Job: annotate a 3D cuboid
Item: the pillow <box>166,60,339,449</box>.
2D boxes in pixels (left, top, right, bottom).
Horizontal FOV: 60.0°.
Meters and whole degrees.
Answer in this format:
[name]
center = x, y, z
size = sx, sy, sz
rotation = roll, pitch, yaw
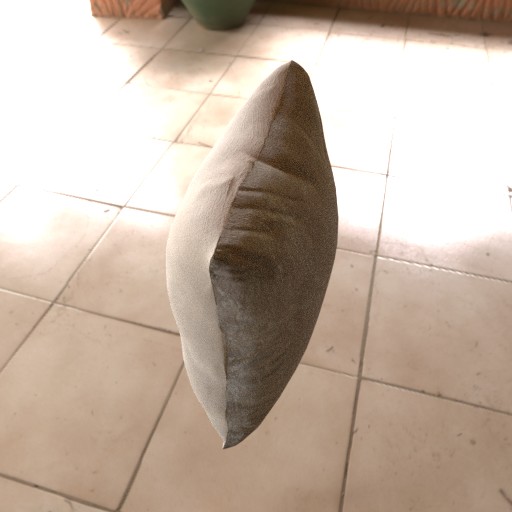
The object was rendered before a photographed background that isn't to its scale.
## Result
[pillow]
center = 0.000, 0.000, 0.705
size = 0.245, 0.448, 0.450
rotation = 11, 47, 10
